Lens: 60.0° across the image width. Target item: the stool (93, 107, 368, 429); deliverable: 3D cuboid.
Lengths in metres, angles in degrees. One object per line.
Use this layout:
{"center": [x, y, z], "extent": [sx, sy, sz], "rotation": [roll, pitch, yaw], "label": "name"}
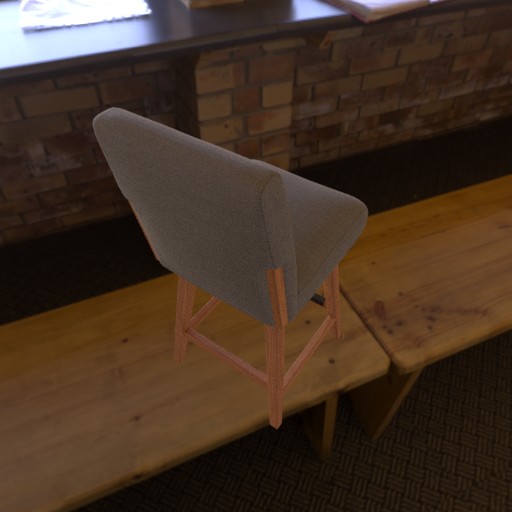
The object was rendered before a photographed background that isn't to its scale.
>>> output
{"center": [0.000, 0.000, 1.305], "extent": [0.459, 1.019, 0.570], "rotation": [26, 51, 24], "label": "stool"}
